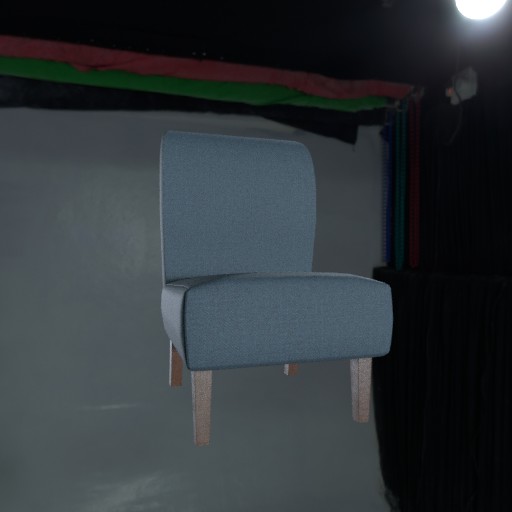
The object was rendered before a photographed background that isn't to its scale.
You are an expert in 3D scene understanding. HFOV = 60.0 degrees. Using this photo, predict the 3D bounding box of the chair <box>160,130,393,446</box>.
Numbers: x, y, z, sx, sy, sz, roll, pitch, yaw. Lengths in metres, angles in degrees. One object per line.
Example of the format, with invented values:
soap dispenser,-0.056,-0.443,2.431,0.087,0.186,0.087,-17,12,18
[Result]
chair,0.000,0.000,1.237,0.513,0.804,0.592,0,0,-19
